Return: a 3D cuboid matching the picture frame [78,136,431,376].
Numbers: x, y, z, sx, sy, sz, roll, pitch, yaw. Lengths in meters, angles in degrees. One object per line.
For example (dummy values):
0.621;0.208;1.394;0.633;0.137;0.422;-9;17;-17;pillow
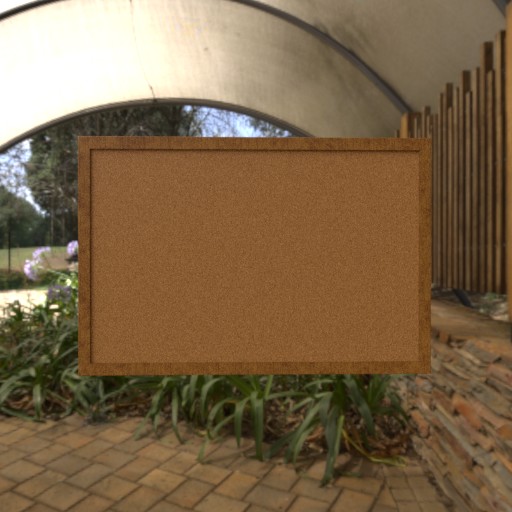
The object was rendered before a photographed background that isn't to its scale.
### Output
0.000;0.000;1.173;0.922;0.621;0.029;0;0;-1;picture frame
